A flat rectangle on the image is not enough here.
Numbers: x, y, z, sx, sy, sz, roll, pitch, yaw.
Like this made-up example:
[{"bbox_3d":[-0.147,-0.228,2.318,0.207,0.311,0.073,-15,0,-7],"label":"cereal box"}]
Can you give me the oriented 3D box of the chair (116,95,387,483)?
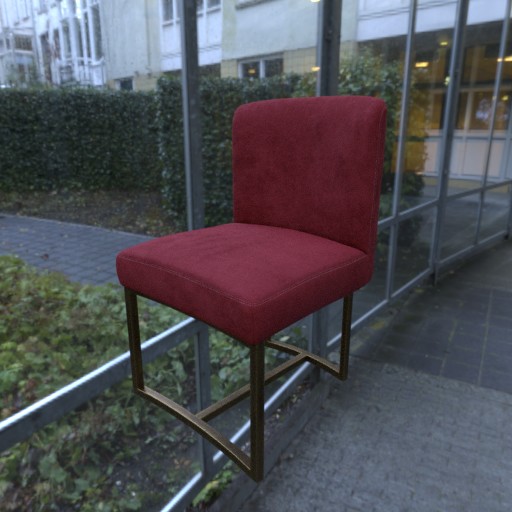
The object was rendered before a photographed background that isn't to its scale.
[{"bbox_3d":[0.000,0.000,1.190,0.530,0.824,0.560,15,22,41],"label":"chair"}]
